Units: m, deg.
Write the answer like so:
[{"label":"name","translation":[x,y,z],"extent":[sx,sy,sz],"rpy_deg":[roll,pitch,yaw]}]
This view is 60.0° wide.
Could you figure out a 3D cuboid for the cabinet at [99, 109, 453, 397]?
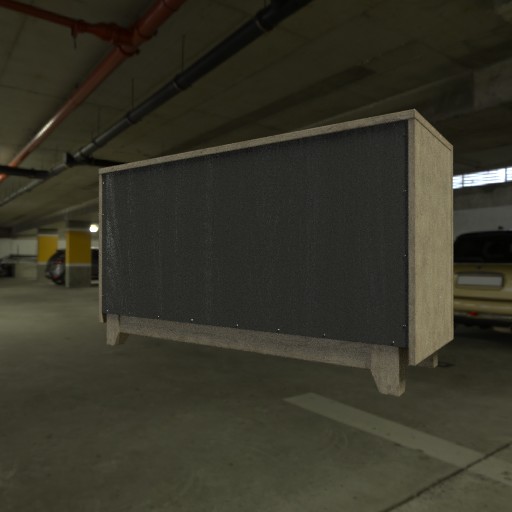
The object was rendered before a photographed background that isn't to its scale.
[{"label":"cabinet","translation":[0.000,0.000,1.881],"extent":[1.460,0.825,0.511],"rpy_deg":[0,0,35]}]
